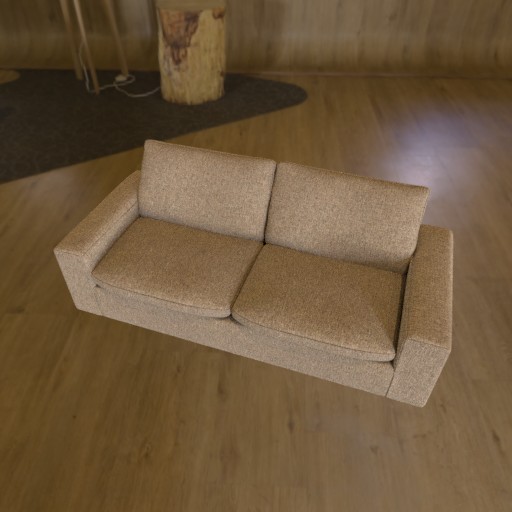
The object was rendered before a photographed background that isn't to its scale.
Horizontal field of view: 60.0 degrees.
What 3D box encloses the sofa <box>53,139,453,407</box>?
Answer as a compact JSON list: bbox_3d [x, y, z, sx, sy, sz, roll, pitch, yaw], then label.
[{"bbox_3d":[0.000,0.000,2.791,2.299,0.922,1.040,13,43,14],"label":"sofa"}]
